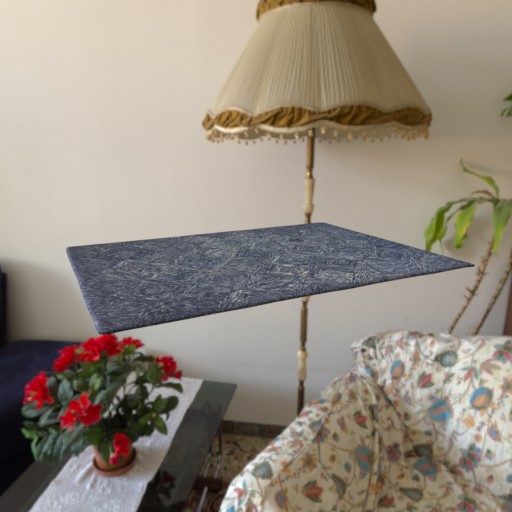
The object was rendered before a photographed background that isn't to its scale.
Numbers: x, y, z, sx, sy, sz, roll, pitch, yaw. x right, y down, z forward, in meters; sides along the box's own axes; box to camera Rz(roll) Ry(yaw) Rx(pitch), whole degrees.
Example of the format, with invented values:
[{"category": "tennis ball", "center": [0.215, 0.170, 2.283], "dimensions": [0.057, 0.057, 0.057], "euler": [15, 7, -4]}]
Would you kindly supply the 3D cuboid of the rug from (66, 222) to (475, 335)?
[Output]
[{"category": "rug", "center": [0.000, 0.000, 4.282], "dimensions": [3.245, 0.024, 2.385], "euler": [-7, 16, -26]}]
